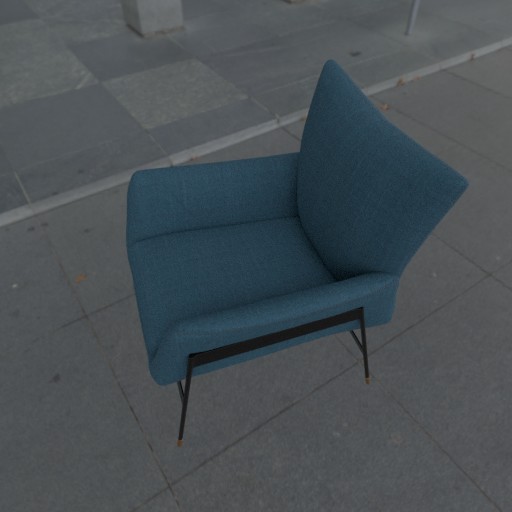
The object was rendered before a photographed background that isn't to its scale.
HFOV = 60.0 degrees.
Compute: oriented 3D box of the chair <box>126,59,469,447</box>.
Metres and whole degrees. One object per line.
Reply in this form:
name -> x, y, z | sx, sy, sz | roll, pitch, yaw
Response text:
chair -> 0.000, 0.000, 1.371 | 0.769, 0.859, 0.678 | -14, 48, -13
